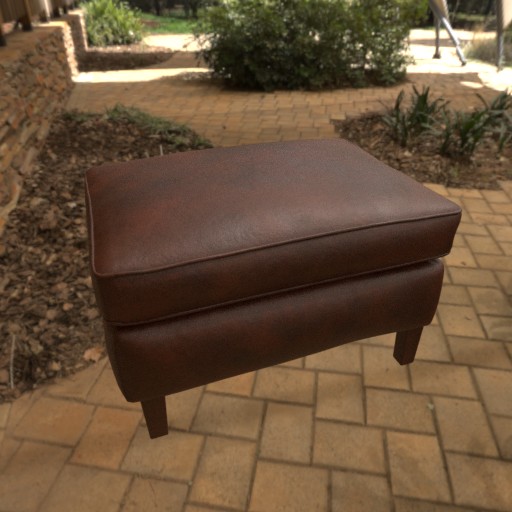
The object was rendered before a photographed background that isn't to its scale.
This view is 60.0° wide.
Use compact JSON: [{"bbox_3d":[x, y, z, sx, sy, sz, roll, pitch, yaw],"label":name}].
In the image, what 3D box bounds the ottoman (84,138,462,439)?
[{"bbox_3d":[0.000,0.000,0.975,0.665,0.432,0.501,-11,33,-17],"label":"ottoman"}]
